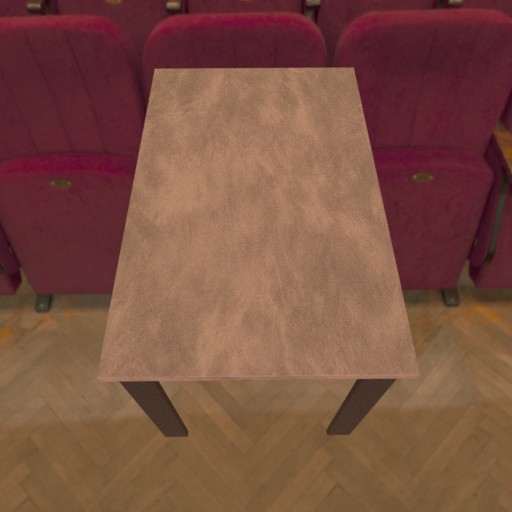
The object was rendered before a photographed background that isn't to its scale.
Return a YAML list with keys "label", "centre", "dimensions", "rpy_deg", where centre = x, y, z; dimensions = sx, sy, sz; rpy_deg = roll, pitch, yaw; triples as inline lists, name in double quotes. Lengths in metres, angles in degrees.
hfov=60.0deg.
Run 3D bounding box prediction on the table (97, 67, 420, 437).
- label: "table"
  centre: [0.000, 0.000, 1.564]
  dimensions: [0.700, 0.734, 1.100]
  rpy_deg: [0, 57, 0]
